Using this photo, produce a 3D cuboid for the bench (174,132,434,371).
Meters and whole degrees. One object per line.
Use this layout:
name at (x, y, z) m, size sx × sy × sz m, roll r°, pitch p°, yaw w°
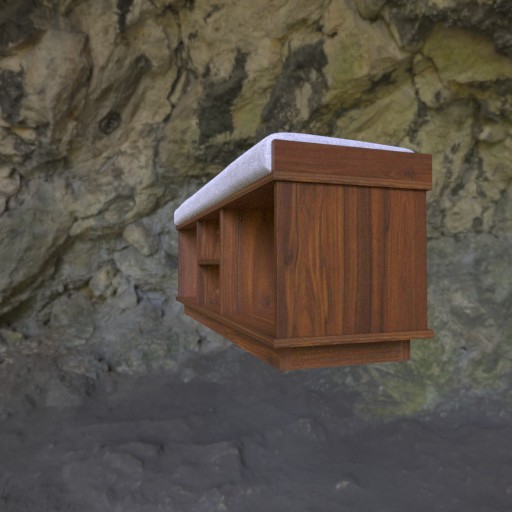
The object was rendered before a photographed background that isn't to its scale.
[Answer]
bench at (0.000, 0.000, 1.422) m, size 0.367 × 0.468 × 1.196 m, roll 0°, pitch -1°, yaw -19°
